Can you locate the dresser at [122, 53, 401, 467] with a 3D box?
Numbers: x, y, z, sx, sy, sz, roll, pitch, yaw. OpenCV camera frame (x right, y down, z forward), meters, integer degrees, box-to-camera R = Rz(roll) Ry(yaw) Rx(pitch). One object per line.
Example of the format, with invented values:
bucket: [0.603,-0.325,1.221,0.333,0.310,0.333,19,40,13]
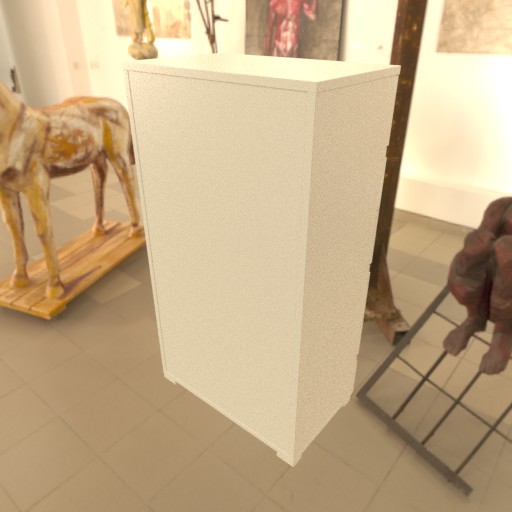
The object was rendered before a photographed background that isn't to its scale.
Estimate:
dresser: [0.000,0.000,1.487,0.650,1.190,0.400,22,35,34]
